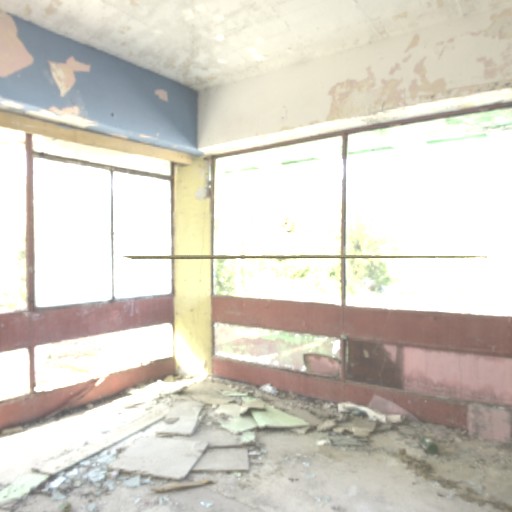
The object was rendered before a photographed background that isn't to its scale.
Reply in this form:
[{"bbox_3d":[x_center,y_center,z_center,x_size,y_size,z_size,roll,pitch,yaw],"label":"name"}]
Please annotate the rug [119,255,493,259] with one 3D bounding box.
[{"bbox_3d":[0.000,0.000,4.232,2.437,0.014,3.201,0,0,-18],"label":"rug"}]
